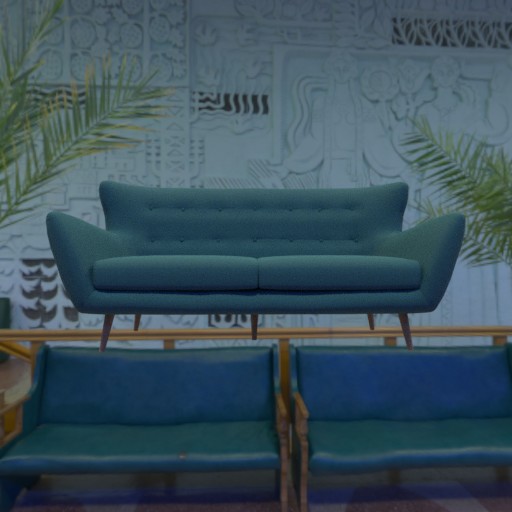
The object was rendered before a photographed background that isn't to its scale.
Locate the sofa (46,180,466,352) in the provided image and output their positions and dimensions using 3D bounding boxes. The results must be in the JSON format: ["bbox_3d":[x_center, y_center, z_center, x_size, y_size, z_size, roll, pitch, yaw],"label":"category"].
[{"bbox_3d":[0.000,0.000,2.409,1.930,0.890,0.889,0,0,-1],"label":"sofa"}]
